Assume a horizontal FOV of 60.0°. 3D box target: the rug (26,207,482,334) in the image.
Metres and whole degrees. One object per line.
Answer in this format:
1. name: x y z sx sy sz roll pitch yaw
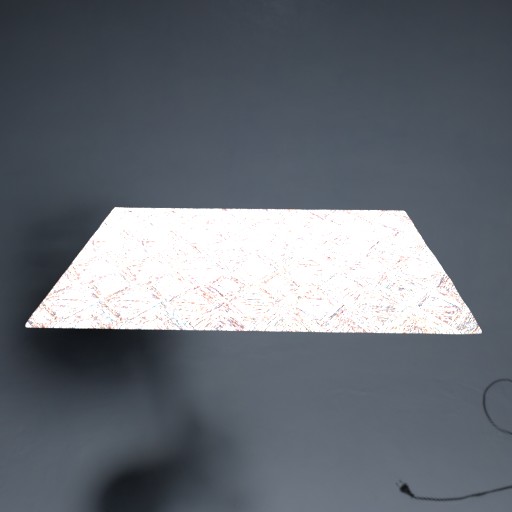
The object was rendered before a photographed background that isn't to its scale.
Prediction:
1. rug: 0.000 0.000 2.186 1.761 0.014 1.143 1 30 1
